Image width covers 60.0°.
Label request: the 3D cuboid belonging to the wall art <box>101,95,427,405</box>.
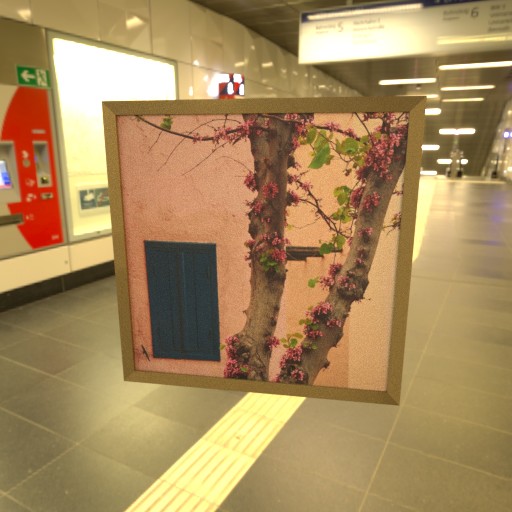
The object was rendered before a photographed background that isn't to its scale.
[{"bbox_3d":[0.000,0.000,1.138,0.762,0.762,0.038,2,14,9],"label":"wall art"}]
